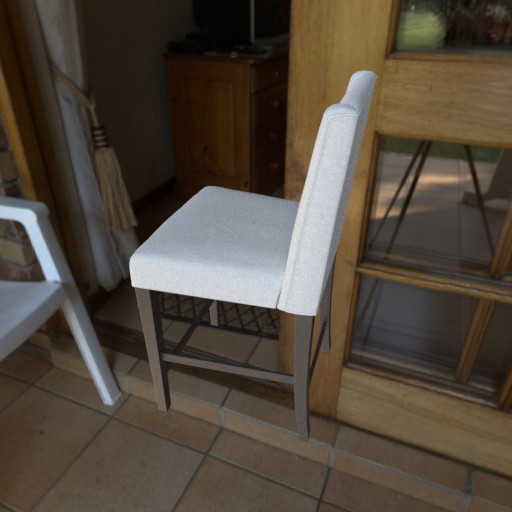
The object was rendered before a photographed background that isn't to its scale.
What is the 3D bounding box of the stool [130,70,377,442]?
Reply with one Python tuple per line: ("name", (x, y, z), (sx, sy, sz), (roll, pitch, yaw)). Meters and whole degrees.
("stool", (0.000, 0.000, 1.238), (0.509, 0.939, 0.474), (9, 32, 15))
